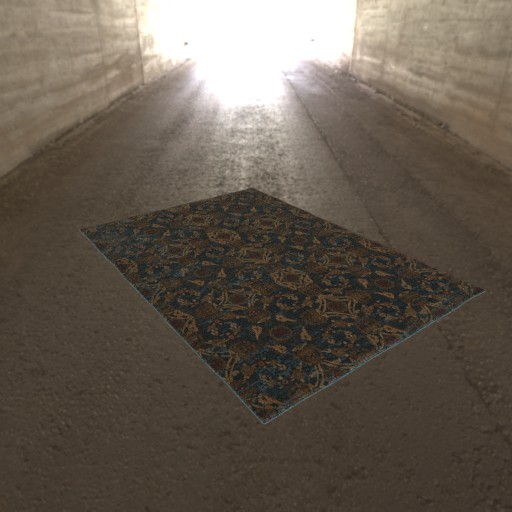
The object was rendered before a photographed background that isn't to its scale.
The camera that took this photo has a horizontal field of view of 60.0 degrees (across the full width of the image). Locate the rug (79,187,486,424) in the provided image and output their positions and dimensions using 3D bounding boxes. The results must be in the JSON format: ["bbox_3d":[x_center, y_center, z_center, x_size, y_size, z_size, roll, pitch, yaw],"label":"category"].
[{"bbox_3d":[0.000,0.000,4.245,2.337,0.013,3.291,-19,33,-32],"label":"rug"}]
